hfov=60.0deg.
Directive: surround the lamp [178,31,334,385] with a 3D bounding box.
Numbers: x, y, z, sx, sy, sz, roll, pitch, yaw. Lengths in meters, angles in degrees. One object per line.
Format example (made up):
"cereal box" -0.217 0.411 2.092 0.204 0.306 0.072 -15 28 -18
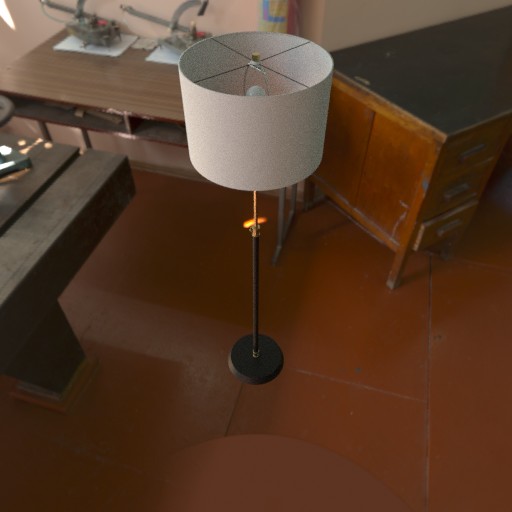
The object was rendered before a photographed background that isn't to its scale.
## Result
"lamp" 0.000 0.000 1.696 0.404 1.517 0.404 -31 54 -26
